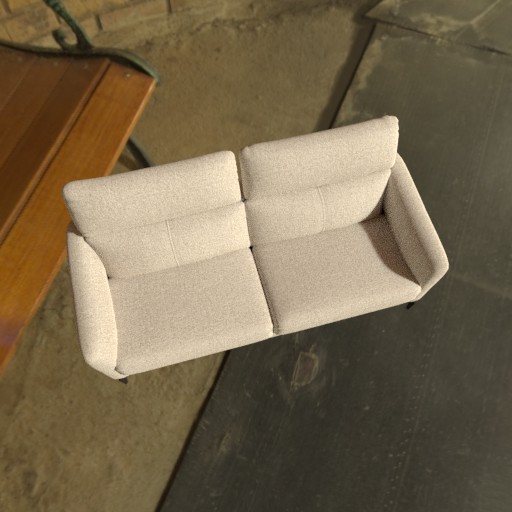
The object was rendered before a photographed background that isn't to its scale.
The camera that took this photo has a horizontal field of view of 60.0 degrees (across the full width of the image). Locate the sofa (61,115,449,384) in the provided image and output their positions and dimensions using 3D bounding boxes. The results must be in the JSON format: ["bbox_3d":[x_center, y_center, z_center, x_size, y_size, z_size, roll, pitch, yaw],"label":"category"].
[{"bbox_3d":[0.000,0.000,2.522,2.015,0.956,0.856,-14,65,-7],"label":"sofa"}]
